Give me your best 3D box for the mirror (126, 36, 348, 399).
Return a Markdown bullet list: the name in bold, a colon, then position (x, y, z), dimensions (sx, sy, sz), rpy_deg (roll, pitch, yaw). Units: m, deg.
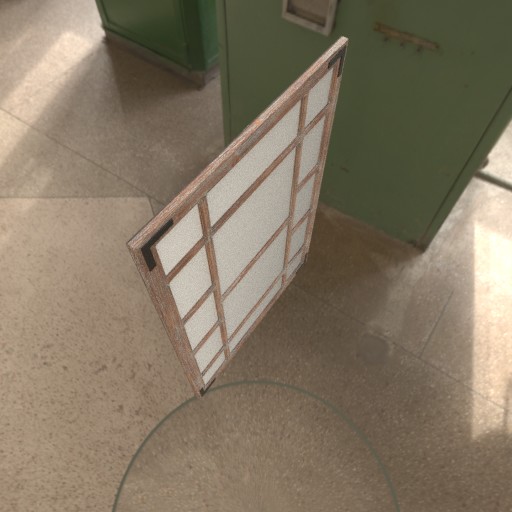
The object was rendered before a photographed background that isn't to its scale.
- **mirror**: position (0.000, 0.000, 1.296), dimensions (0.025, 0.996, 0.705), rpy_deg (31, 64, 18)
